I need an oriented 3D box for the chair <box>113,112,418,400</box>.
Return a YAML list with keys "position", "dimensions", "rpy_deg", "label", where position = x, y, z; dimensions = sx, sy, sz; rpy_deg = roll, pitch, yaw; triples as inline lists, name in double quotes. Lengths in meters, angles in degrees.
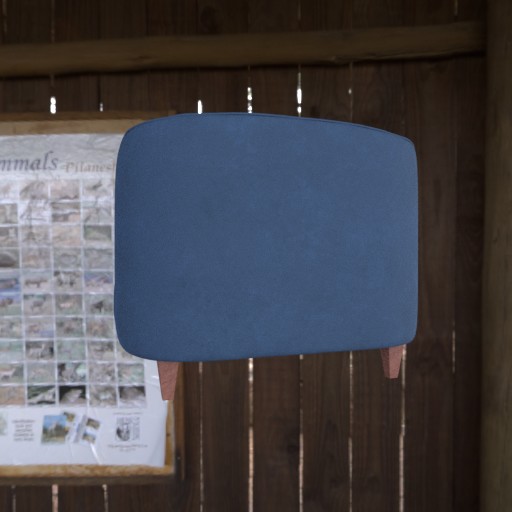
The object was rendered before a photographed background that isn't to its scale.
- position: [0.000, 0.000, 1.781]
  dimensions: [1.094, 0.852, 0.940]
  rpy_deg: [0, 0, -18]
  label: "chair"
